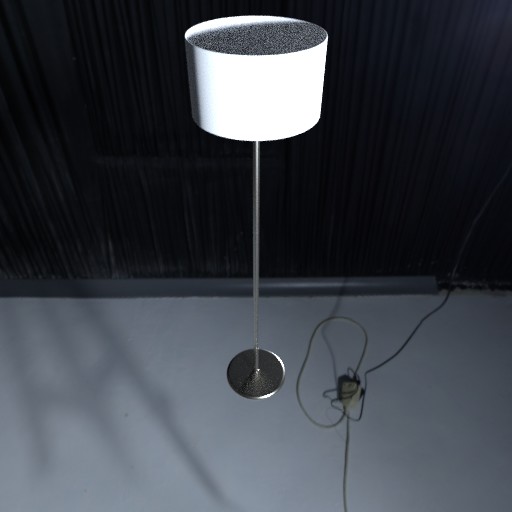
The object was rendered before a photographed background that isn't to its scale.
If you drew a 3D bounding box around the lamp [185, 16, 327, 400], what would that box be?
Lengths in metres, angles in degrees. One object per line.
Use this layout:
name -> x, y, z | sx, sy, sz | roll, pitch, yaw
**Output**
lamp -> 0.000, 0.000, 1.557 | 0.347, 1.443, 0.347 | -1, 41, -1
